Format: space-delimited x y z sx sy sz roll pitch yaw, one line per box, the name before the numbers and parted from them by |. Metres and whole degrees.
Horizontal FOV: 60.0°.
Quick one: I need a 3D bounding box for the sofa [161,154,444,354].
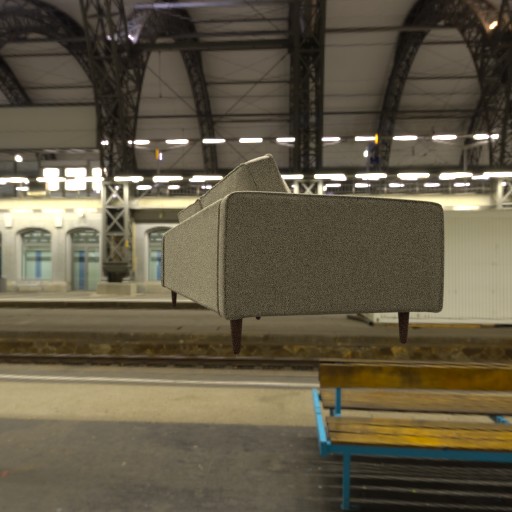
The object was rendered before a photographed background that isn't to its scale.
sofa | 0.000 0.000 2.658 0.914 0.762 2.211 0 -1 -18
